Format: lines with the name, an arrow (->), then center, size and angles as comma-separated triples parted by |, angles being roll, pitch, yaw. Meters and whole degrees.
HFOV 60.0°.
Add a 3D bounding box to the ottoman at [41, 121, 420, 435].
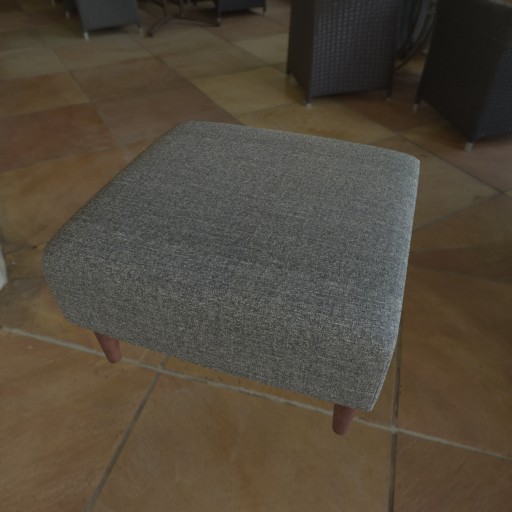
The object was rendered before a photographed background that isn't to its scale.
ottoman -> 0.000, 0.000, 1.059 | 0.655, 0.399, 0.648 | 13, 43, 14
